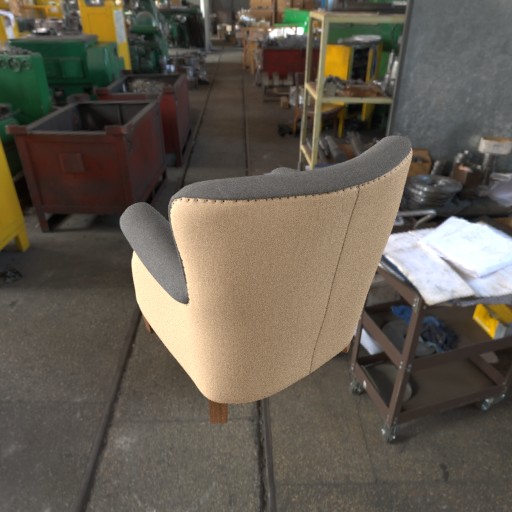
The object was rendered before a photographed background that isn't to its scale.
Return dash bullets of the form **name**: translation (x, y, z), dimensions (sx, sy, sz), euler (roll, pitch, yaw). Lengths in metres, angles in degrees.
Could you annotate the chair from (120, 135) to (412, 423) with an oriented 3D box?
- **chair**: translation (0.000, 0.000, 1.682), dimensions (0.861, 0.936, 0.921), euler (-20, 36, -30)
